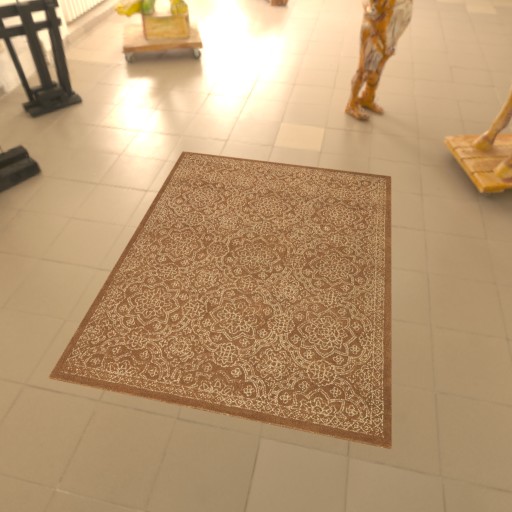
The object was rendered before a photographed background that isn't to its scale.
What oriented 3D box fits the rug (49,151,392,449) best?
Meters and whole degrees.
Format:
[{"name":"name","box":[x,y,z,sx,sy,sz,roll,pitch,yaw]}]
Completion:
[{"name":"rug","box":[0.000,0.000,4.084,2.441,0.015,3.050,9,46,8]}]
